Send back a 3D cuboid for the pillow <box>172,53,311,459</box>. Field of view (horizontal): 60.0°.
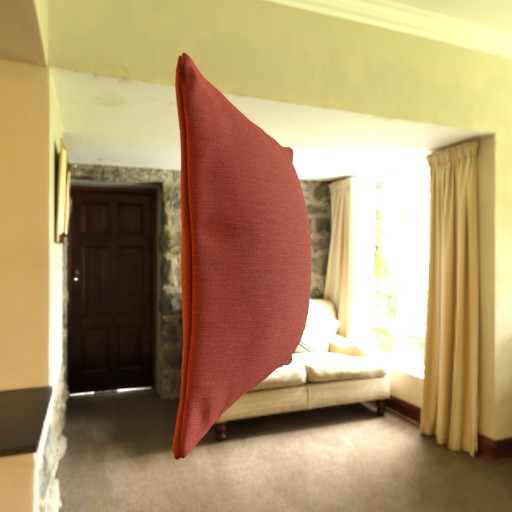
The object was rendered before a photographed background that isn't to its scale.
[{"bbox_3d":[0.000,0.000,0.651,0.151,0.416,0.435,0,0,19],"label":"pillow"}]
